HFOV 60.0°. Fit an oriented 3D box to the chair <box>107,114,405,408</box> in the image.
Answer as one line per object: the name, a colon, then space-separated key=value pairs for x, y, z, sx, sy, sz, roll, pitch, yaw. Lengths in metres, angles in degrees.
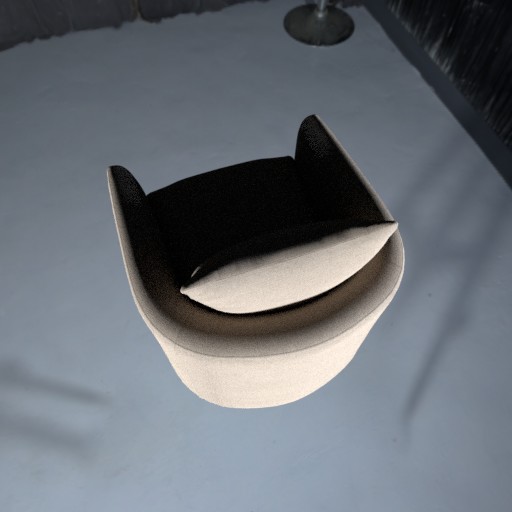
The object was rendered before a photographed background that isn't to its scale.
chair: x=0.000 y=0.000 z=1.569 sx=0.845 sy=0.848 sz=0.910 roll=-17 pitch=61 yaw=-10
